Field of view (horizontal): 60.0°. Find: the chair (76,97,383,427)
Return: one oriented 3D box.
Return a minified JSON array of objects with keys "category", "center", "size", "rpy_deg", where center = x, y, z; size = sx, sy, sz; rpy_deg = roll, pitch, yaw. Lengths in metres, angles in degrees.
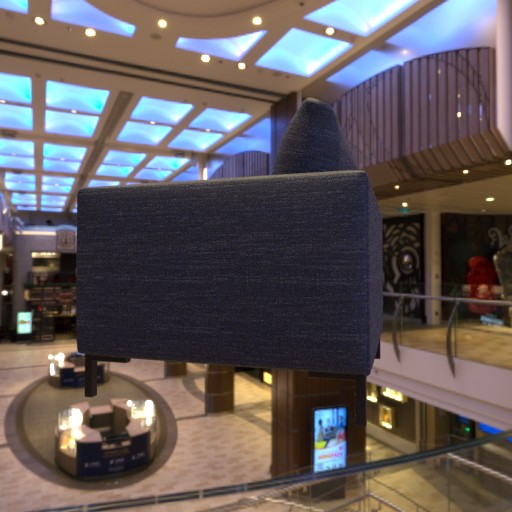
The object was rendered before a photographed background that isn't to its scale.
[{"category":"chair","center":[0.000,0.000,1.629],"size":[0.866,0.861,0.963],"rpy_deg":[-1,-2,18]}]
